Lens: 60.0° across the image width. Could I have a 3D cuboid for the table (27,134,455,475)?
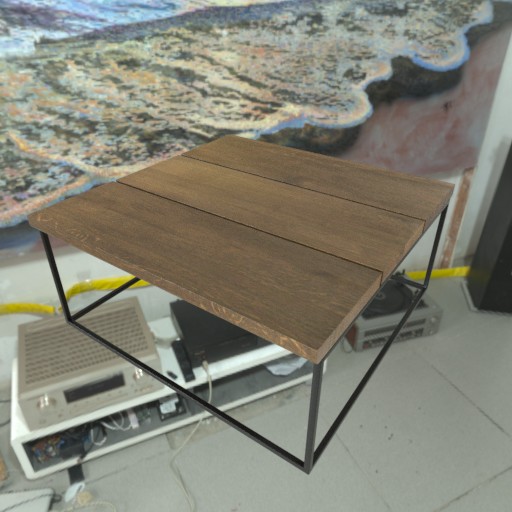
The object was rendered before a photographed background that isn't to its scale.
[{"bbox_3d":[0.000,0.000,1.410,0.900,0.400,0.900,21,38,29],"label":"table"}]
